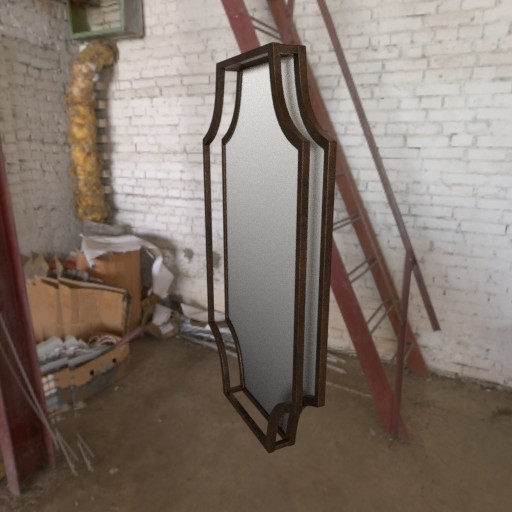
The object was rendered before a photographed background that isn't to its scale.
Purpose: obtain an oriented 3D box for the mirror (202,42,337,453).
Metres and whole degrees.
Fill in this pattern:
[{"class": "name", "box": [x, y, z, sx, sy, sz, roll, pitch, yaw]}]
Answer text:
[{"class": "mirror", "box": [0.000, 0.000, 0.971, 0.066, 0.811, 0.462, -7, 17, -25]}]
